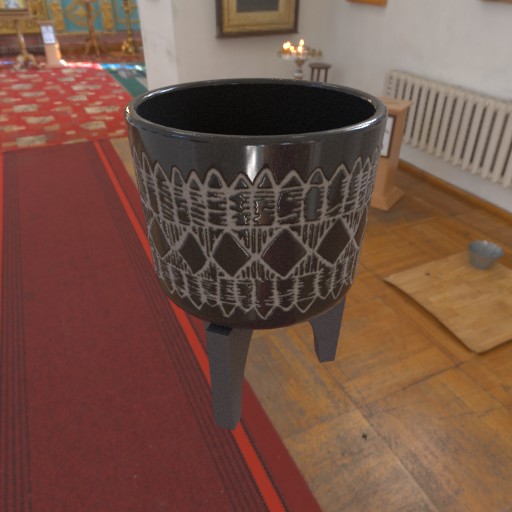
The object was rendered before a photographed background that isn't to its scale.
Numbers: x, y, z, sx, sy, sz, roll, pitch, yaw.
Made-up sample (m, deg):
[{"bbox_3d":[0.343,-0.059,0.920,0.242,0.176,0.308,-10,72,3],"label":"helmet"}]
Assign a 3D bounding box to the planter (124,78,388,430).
[{"bbox_3d":[0.000,0.000,0.523,0.251,0.355,0.251,11,33,17],"label":"planter"}]
